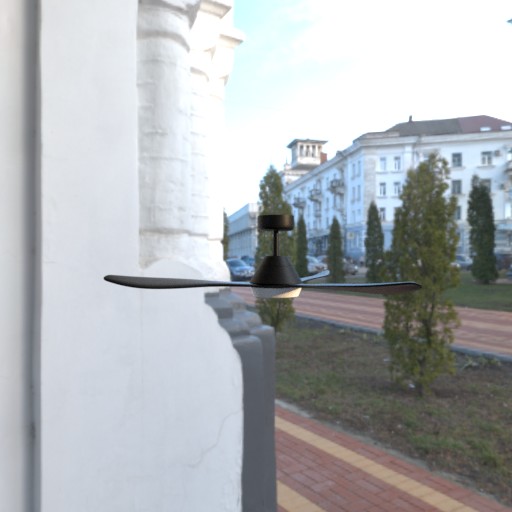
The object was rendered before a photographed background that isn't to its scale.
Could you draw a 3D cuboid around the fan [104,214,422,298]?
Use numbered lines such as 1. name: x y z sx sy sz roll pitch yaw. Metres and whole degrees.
1. fan: 0.000 0.000 1.615 1.067 0.305 1.067 0 0 -17
